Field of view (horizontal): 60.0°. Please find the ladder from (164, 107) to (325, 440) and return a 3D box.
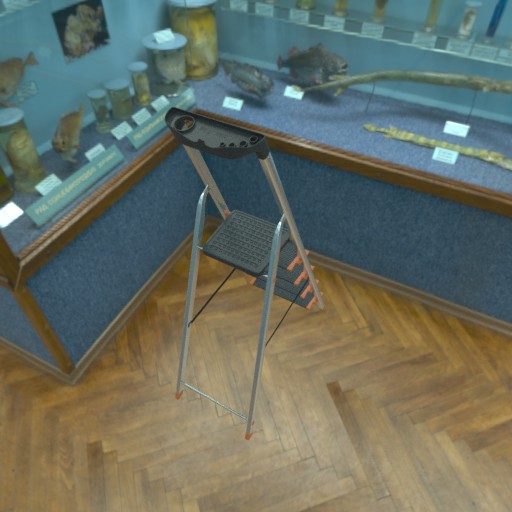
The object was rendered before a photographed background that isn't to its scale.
[{"bbox_3d":[0.000,0.000,2.082,0.480,1.646,0.995,23,51,20],"label":"ladder"}]
